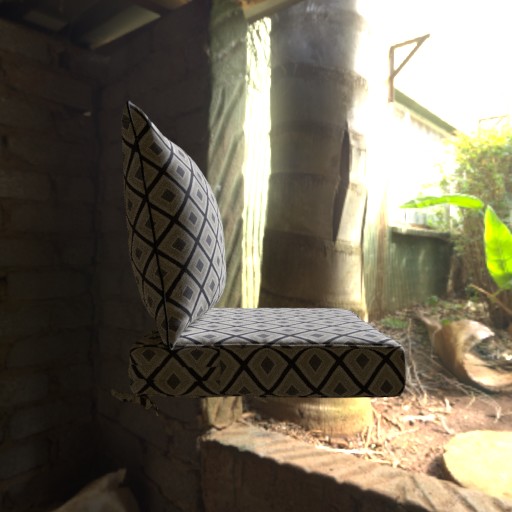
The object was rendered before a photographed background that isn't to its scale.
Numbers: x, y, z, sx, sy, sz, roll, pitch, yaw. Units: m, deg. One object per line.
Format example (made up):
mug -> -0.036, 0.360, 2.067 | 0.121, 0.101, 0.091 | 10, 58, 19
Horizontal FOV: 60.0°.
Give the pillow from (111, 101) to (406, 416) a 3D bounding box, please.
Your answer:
pillow -> 0.000, 0.000, 1.373 | 0.733, 0.722, 0.798 | 0, 0, 1
